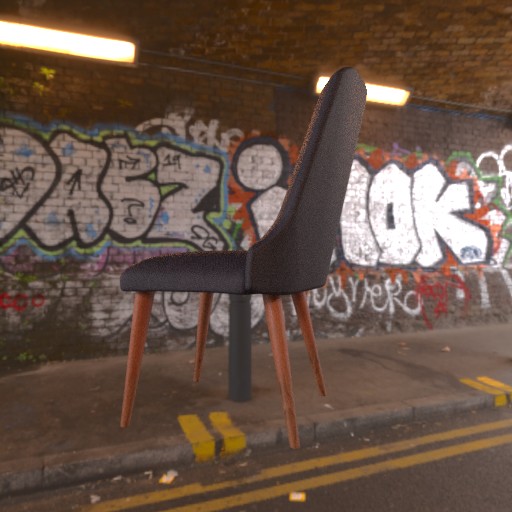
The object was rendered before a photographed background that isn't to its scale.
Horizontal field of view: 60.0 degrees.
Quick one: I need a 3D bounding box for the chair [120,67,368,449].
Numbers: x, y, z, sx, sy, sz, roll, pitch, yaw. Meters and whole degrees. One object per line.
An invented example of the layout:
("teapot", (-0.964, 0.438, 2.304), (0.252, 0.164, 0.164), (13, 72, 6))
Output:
("chair", (0.000, 0.000, 1.160), (0.567, 0.820, 0.504), (0, 0, 18))
